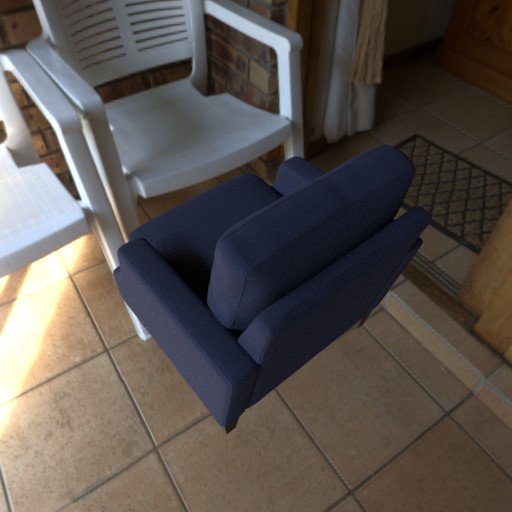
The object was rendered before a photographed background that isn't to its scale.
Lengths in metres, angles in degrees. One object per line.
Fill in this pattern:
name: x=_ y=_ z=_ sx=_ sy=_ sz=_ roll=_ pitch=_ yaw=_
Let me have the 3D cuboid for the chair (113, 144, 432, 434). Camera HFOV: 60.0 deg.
chair: x=0.000 y=0.000 z=1.661 sx=0.855 sy=0.991 sz=0.897 roll=-32 pitch=56 yaw=-25
